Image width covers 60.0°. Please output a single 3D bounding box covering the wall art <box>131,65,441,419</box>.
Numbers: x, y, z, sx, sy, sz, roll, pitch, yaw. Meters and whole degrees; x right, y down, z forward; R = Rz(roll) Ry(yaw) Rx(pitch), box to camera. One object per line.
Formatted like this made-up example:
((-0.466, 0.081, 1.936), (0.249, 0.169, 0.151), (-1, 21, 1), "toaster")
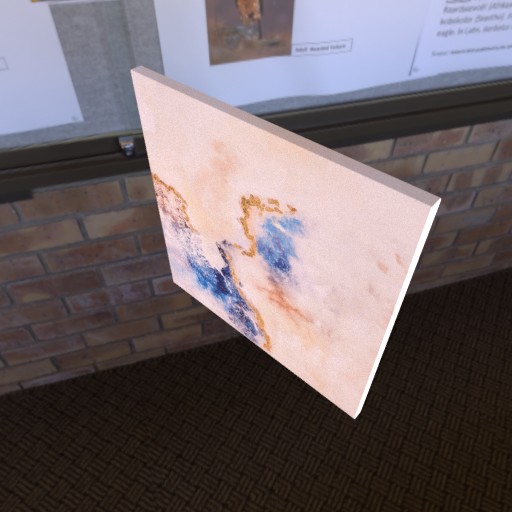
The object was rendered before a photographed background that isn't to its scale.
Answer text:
((0.000, 0.000, 1.337), (0.889, 0.889, 0.038), (32, 54, 27), "wall art")
